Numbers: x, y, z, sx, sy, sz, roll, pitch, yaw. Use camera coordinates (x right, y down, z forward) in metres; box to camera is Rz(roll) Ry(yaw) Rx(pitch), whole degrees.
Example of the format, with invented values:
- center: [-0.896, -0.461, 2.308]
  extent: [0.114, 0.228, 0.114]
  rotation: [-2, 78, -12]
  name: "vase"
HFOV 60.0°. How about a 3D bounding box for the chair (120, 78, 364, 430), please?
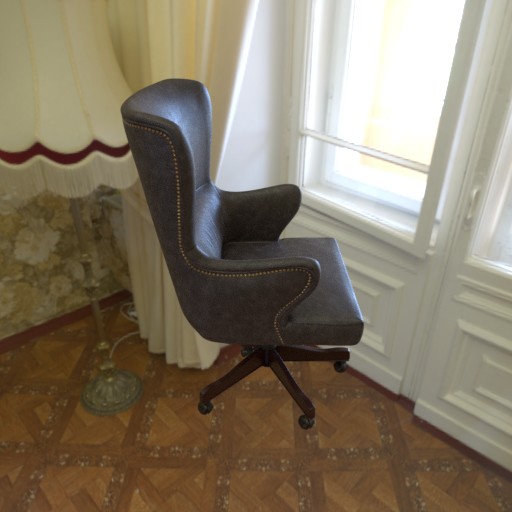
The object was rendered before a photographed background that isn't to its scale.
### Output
- center: [0.000, 0.000, 1.474]
  extent: [0.717, 1.037, 0.594]
  rotation: [0, 30, 0]
  name: "chair"
